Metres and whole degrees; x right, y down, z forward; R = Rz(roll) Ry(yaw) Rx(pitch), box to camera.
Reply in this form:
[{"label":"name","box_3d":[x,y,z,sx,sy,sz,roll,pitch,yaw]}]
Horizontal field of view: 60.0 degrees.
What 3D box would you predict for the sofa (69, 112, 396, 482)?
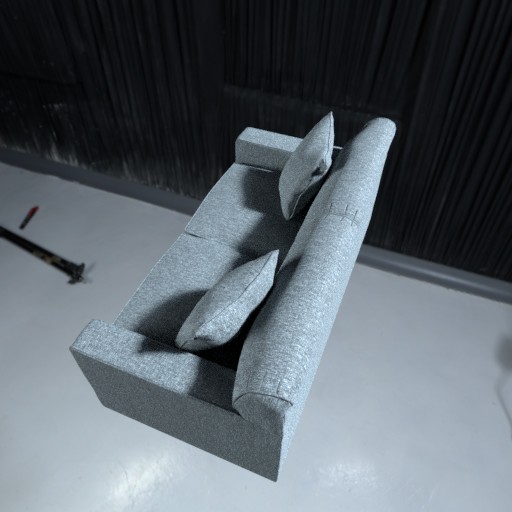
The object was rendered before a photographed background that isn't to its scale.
[{"label":"sofa","box_3d":[0.000,0.000,2.389,0.998,0.958,1.846,17,49,15]}]
